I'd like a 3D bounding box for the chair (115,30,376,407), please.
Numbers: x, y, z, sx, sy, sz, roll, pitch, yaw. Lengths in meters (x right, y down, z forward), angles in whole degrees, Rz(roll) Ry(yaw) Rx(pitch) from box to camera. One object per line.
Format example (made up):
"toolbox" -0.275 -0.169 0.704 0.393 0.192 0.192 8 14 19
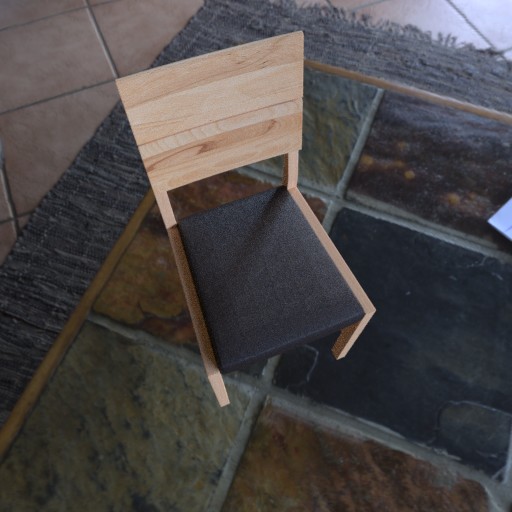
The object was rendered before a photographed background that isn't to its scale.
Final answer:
"chair" 0.000 0.000 1.259 0.475 0.950 0.560 -19 64 -10
